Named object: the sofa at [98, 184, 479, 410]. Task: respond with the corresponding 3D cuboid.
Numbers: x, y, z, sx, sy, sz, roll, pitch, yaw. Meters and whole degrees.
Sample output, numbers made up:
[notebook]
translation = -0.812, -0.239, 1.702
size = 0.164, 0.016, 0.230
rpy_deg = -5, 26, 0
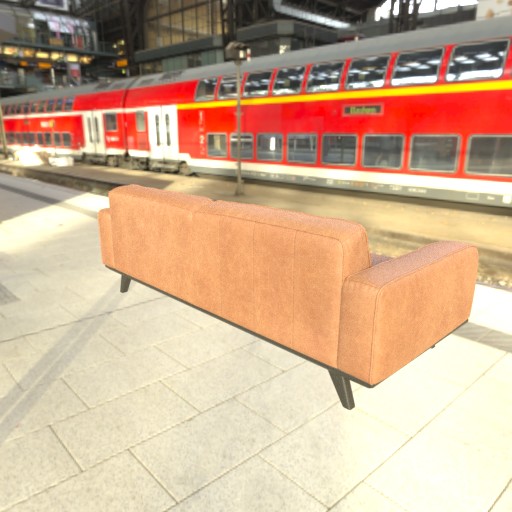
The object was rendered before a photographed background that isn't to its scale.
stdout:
[sofa]
translation = 0.000, 0.000, 2.701
size = 0.953, 0.780, 2.270
rpy_deg = -15, 22, -42
